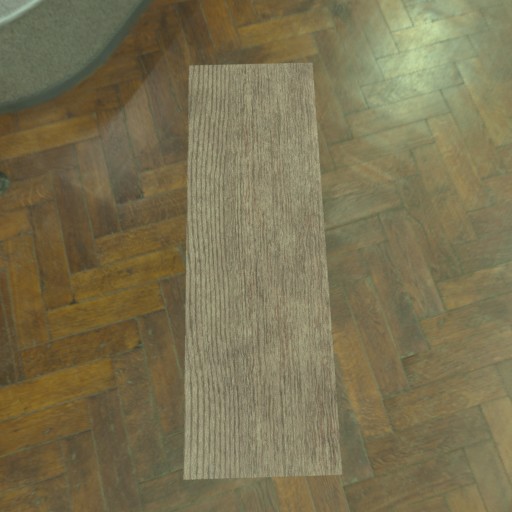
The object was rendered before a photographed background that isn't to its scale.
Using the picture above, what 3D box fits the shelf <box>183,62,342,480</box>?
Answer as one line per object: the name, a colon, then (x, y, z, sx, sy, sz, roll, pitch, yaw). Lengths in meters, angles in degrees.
shelf: (0.000, 0.000, 0.696, 0.200, 0.125, 0.610, -2, 75, 0)
